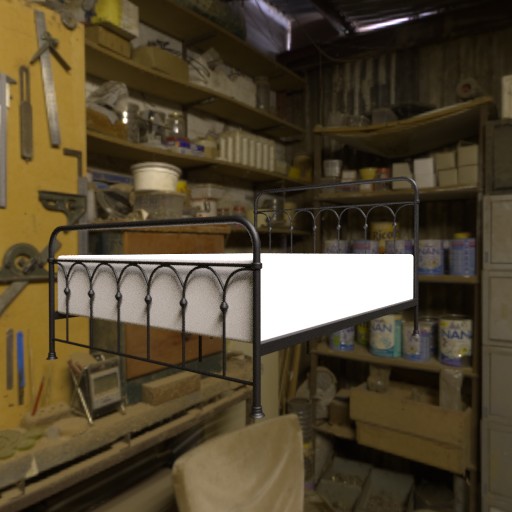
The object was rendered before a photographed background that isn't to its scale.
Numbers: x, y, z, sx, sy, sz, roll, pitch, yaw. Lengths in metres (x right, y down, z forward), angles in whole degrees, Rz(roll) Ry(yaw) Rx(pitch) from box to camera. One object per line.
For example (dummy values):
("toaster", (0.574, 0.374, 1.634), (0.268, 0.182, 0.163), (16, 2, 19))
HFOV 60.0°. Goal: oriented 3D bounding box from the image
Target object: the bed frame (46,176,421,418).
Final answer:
("bed frame", (0.000, 0.000, 3.147), (1.664, 1.276, 2.203), (1, 1, 37))
